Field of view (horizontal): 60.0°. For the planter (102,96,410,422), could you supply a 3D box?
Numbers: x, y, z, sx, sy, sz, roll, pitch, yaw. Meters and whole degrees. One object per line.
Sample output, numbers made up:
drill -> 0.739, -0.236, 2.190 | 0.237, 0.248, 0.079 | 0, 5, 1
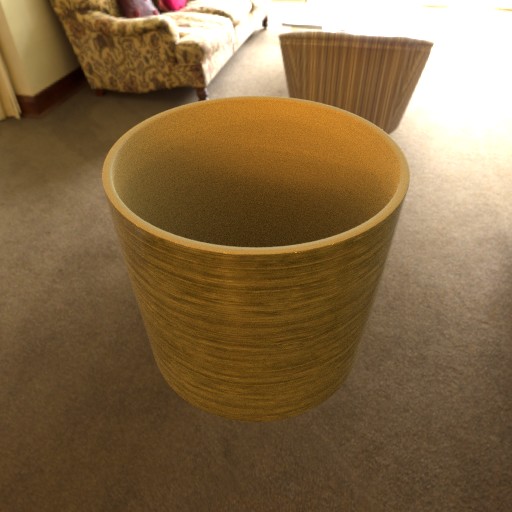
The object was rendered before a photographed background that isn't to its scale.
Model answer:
planter -> 0.000, 0.000, 0.396 | 0.221, 0.201, 0.221 | 0, 42, 0
